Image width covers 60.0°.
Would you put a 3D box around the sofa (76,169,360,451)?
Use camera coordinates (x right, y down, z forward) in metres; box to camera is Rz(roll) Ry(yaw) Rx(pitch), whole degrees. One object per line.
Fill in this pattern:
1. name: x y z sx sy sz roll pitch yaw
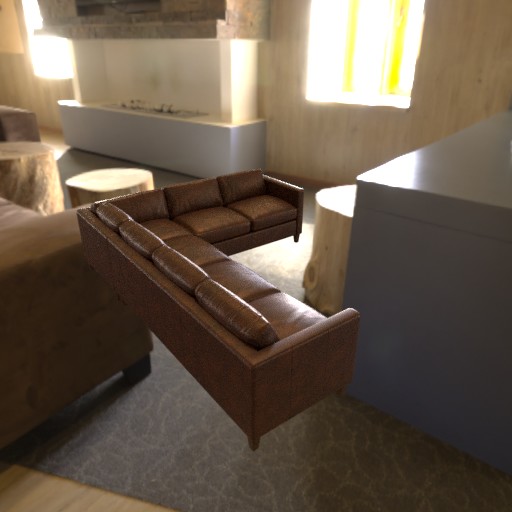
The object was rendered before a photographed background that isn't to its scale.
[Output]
1. sofa: 0.000 0.000 4.332 2.438 0.836 3.152 -18 31 -33
